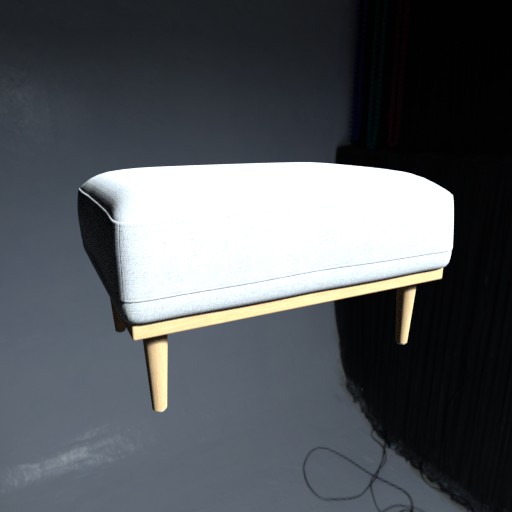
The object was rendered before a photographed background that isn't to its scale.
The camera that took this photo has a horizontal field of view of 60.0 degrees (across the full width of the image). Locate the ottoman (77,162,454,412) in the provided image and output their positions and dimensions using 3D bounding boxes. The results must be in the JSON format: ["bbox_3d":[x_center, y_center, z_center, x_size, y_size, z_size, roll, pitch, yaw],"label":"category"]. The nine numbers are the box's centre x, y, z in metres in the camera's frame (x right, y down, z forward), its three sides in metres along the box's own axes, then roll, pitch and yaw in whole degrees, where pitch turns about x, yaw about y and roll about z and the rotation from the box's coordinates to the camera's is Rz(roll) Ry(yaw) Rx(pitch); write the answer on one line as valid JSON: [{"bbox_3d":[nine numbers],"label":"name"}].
[{"bbox_3d":[0.000,0.000,1.077,0.749,0.428,0.549,-8,17,-26],"label":"ottoman"}]
